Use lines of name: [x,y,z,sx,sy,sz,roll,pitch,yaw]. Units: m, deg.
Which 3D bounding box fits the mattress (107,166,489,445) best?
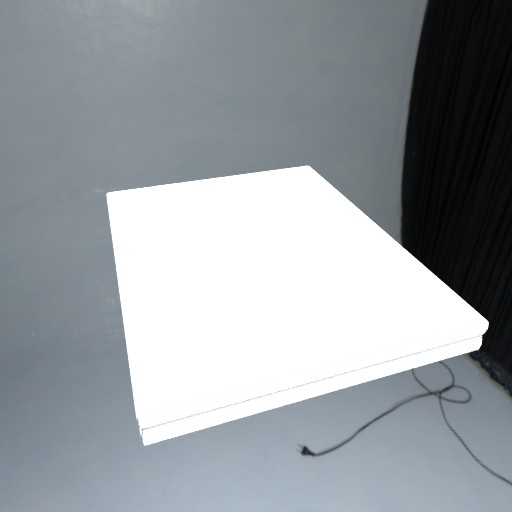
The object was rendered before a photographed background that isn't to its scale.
mattress: [0.000,0.000,2.661,1.600,0.200,2.000,-11,35,-16]
